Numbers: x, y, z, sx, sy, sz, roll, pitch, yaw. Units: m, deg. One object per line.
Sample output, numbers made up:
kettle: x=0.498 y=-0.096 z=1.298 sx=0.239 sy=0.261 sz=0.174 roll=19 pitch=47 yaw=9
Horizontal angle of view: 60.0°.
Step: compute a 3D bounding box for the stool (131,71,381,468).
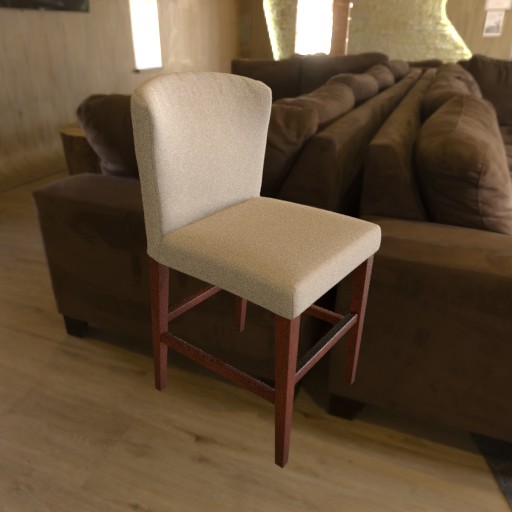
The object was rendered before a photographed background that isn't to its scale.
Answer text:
stool: x=0.000 y=0.000 z=1.287 sx=0.568 sy=0.968 sz=0.479 roll=19 pitch=32 yaw=33
